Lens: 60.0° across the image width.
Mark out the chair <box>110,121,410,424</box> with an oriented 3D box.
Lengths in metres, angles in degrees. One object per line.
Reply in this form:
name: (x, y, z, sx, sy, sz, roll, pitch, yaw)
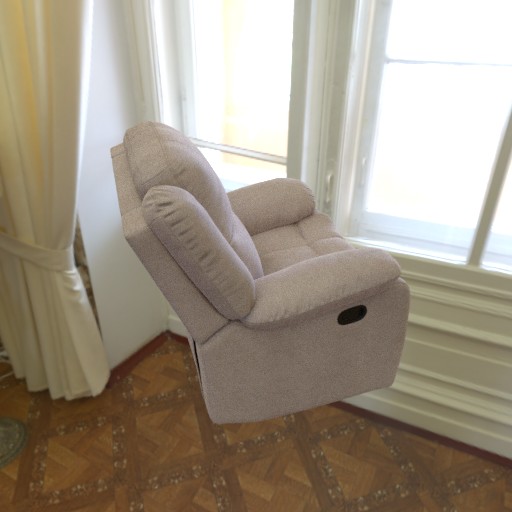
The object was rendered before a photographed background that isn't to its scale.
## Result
chair: (0.000, 0.000, 1.719, 0.944, 1.008, 0.899, -9, 31, -16)
